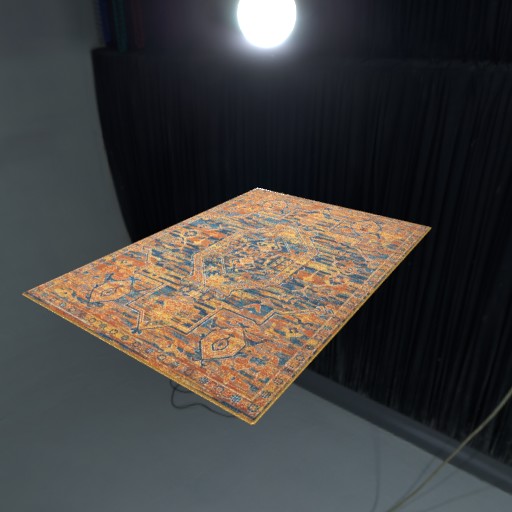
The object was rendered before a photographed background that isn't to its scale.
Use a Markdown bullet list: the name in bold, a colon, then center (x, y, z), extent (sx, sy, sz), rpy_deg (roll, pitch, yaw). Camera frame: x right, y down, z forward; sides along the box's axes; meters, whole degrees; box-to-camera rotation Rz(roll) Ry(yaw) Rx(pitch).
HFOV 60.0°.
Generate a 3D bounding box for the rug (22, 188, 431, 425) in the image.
- **rug**: center (0.000, 0.000, 3.705), extent (2.043, 0.019, 2.916), rpy_deg (18, 32, 31)
